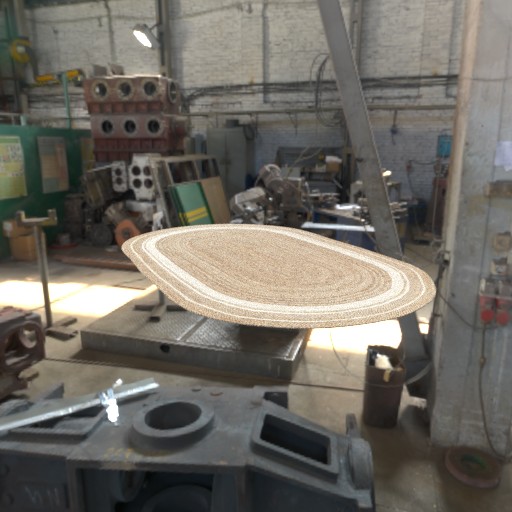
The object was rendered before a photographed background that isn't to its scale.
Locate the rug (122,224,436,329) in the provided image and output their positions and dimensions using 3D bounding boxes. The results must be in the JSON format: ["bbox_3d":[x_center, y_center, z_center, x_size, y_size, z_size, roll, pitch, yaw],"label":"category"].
[{"bbox_3d":[0.000,0.000,2.915,1.520,0.006,2.432,-7,16,-27],"label":"rug"}]
